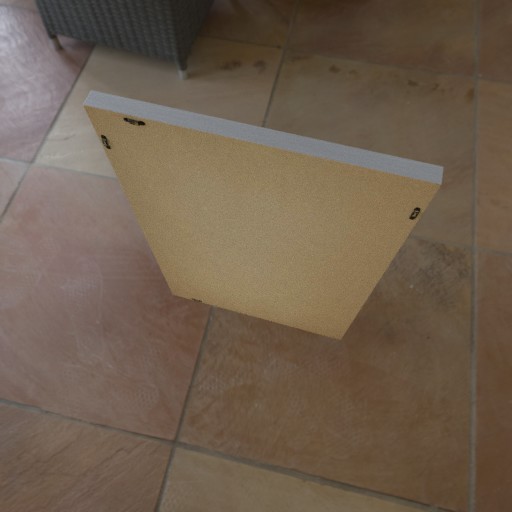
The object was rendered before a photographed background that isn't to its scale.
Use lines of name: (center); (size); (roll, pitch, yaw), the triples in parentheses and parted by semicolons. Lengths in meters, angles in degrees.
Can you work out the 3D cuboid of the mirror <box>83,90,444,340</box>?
mirror: (0.000, 0.000, 1.143); (0.609, 0.915, 0.040); (14, 65, 7)
